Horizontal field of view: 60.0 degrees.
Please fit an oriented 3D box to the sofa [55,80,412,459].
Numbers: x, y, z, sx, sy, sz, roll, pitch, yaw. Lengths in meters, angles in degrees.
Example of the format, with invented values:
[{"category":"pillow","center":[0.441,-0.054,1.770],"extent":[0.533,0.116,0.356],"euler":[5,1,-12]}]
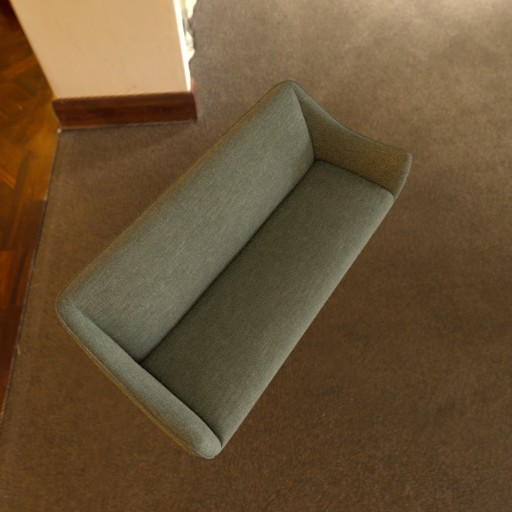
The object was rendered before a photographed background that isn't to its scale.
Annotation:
[{"category":"sofa","center":[0.000,0.000,2.390],"extent":[0.867,0.829,1.928],"euler":[32,64,17]}]
